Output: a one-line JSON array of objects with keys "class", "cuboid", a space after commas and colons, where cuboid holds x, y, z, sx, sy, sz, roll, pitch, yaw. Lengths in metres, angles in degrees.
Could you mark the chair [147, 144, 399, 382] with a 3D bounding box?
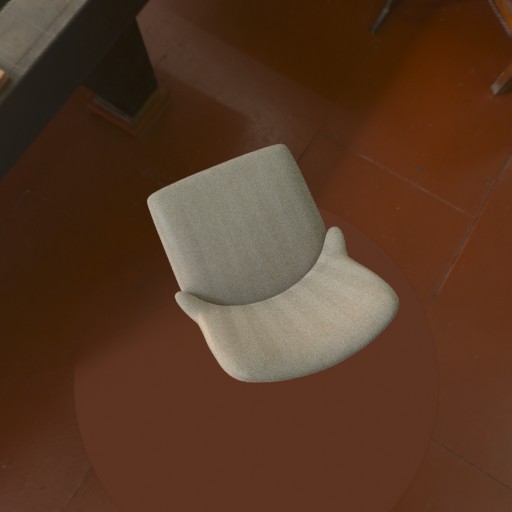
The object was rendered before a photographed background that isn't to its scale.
[{"class": "chair", "cuboid": [0.000, 0.000, 1.302, 0.526, 0.917, 0.684, -23, 77, -5]}]
